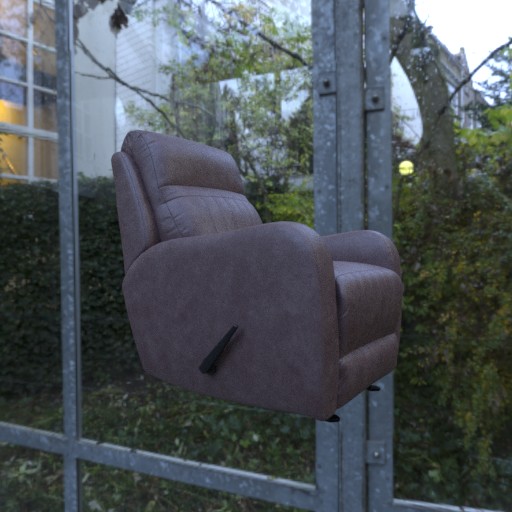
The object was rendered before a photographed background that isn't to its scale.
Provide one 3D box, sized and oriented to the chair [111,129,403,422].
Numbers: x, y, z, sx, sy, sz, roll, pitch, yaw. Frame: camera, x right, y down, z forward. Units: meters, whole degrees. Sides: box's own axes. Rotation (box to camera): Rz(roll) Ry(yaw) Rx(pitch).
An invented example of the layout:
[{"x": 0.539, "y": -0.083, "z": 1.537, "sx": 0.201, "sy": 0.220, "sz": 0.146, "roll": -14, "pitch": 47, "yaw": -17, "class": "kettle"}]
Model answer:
[{"x": 0.000, "y": 0.000, "z": 1.842, "sx": 1.067, "sy": 1.067, "sz": 0.865, "roll": 0, "pitch": 1, "yaw": 35, "class": "chair"}]
